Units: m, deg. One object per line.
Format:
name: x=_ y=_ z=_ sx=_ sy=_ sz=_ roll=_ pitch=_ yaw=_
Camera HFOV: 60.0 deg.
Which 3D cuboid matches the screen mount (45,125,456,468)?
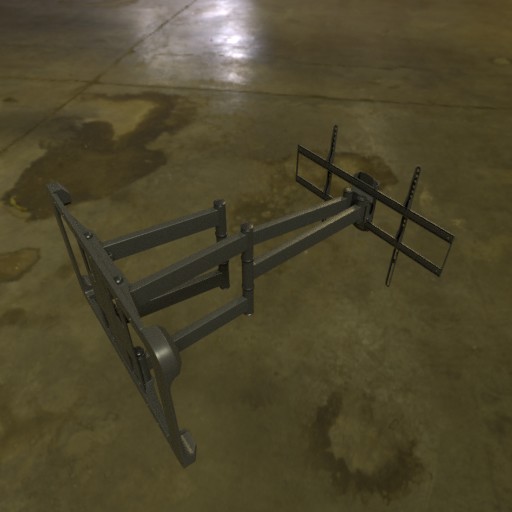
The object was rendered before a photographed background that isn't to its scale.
screen mount: x=0.000 y=0.000 z=1.326 sx=0.905 sy=0.483 sz=0.725 roll=-24 pitch=46 yaw=-26
